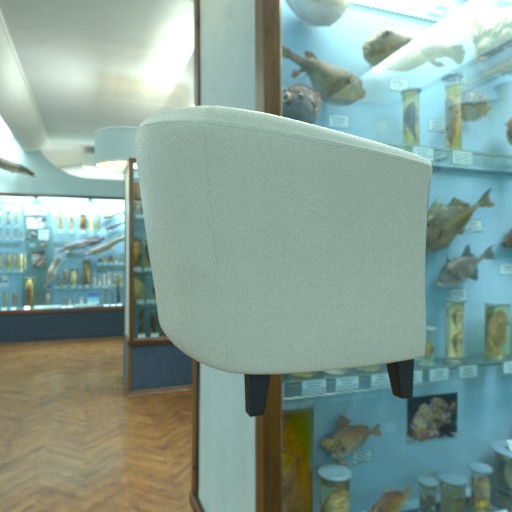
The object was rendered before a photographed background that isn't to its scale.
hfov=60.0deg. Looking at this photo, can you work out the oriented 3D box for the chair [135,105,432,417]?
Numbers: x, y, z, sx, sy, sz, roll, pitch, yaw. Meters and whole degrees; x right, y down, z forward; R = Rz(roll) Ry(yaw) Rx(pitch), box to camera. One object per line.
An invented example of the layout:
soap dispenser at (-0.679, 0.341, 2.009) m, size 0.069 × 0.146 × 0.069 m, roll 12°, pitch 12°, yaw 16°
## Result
chair at (0.000, 0.000, 1.387) m, size 0.727 × 0.756 × 0.792 m, roll 0°, pitch 0°, yaw -18°
